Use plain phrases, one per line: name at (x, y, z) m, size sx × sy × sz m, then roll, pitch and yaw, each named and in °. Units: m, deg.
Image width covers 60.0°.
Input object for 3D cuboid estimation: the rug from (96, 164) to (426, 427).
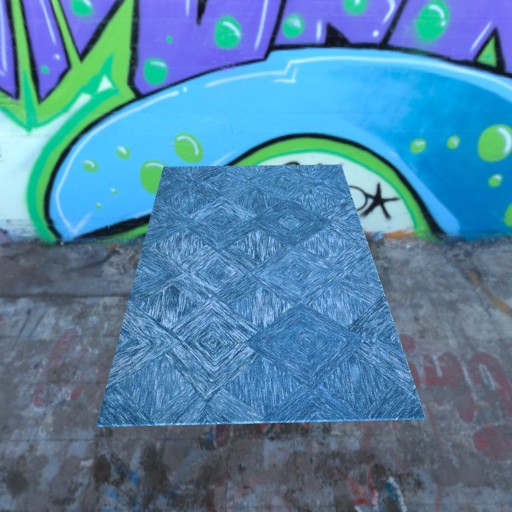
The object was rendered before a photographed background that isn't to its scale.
rug at (0.000, 0.000, 2.854) m, size 1.490 × 0.015 × 2.277 m, roll -1°, pitch 41°, yaw -1°
